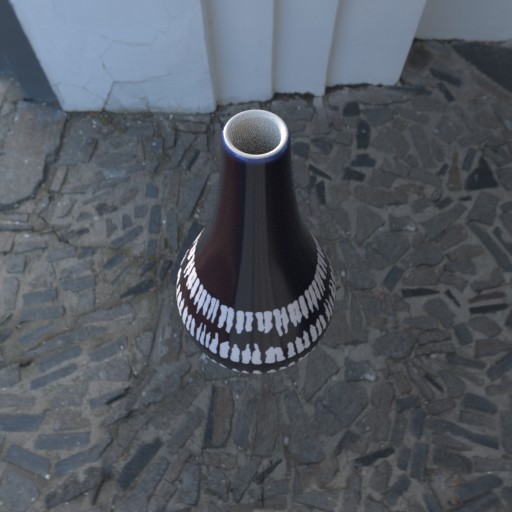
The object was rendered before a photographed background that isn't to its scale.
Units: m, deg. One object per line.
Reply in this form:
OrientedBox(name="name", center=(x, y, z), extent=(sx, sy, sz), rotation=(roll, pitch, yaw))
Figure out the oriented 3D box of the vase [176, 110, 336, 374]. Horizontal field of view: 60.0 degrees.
OrientedBox(name="vase", center=(0.000, 0.000, 0.378), extent=(0.159, 0.295, 0.159), rotation=(0, 62, 0))
